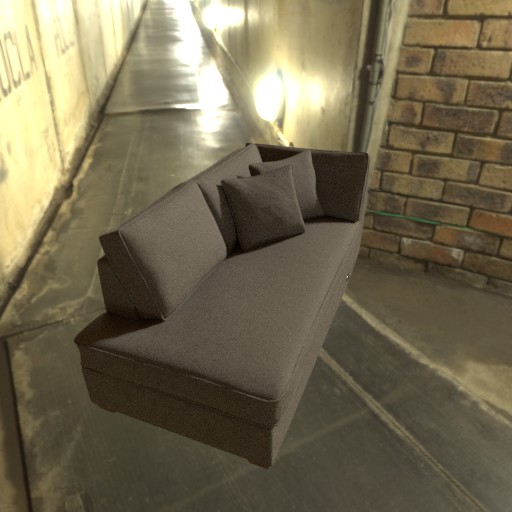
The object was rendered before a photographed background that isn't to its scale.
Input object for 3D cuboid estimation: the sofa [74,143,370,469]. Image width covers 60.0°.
[{"bbox_3d":[0.000,0.000,2.898,1.110,1.033,2.237,12,32,19],"label":"sofa"}]
